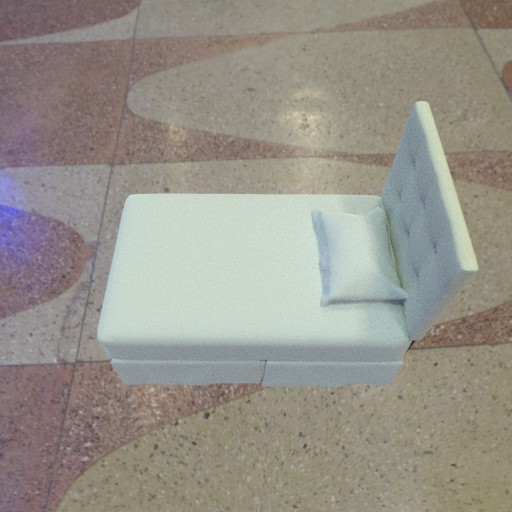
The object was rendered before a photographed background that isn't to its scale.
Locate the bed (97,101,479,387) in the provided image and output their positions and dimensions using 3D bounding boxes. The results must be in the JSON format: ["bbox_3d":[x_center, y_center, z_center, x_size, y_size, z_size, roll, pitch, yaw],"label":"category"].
[{"bbox_3d":[0.000,0.000,2.892,1.997,1.571,1.261,0,57,0],"label":"bed"}]
